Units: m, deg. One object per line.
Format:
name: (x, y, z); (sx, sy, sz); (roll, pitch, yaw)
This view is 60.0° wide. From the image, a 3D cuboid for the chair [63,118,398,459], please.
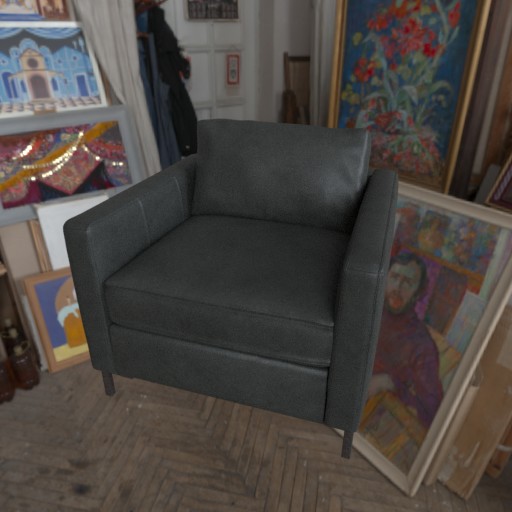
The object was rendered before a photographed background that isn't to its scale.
chair: (0.000, 0.000, 1.499); (0.967, 0.824, 0.861); (8, 28, 16)
